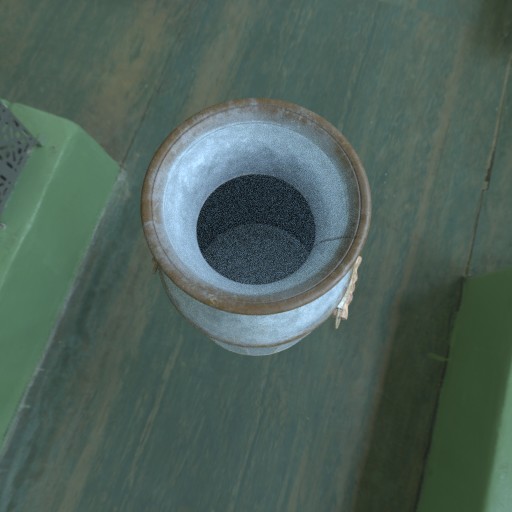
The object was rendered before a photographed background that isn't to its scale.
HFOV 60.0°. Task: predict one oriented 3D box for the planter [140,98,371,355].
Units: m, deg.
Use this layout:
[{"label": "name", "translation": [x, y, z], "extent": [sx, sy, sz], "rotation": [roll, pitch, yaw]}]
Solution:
[{"label": "planter", "translation": [0.000, 0.000, 0.511], "extent": [0.248, 0.358, 0.215], "rotation": [16, 76, 4]}]
